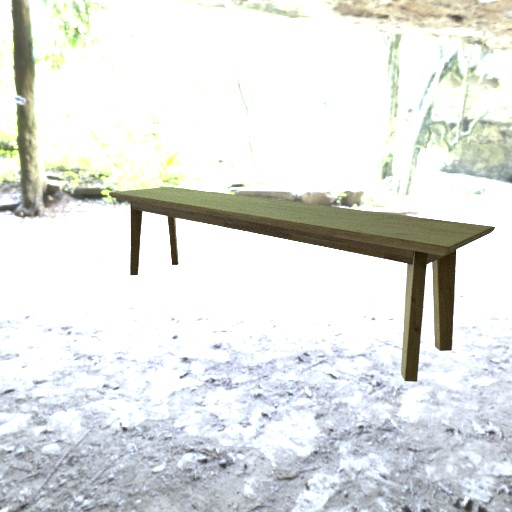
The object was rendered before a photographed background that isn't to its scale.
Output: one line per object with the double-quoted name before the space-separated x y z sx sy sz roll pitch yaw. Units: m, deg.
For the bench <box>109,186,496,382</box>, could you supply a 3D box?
"bench" 0.000 0.000 1.866 1.698 0.431 0.378 14 20 42
